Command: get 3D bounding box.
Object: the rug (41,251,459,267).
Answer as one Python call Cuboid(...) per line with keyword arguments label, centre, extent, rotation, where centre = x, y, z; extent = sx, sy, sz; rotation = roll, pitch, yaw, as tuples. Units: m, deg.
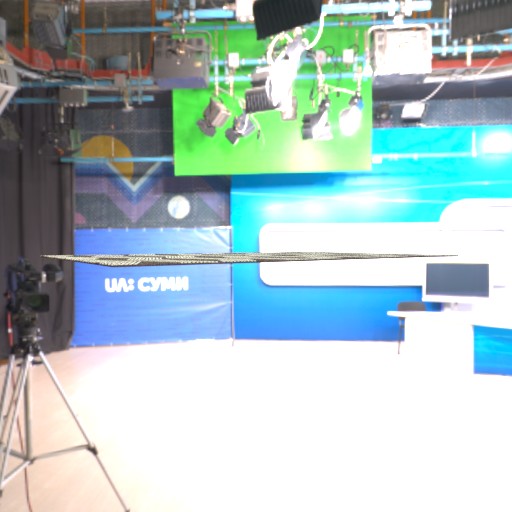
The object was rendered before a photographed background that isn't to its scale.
Cuboid(label="rug", centre=(0.000, 0.000, 3.031), extent=(2.435, 0.011, 1.517), rotation=(-1, 2, -35))
